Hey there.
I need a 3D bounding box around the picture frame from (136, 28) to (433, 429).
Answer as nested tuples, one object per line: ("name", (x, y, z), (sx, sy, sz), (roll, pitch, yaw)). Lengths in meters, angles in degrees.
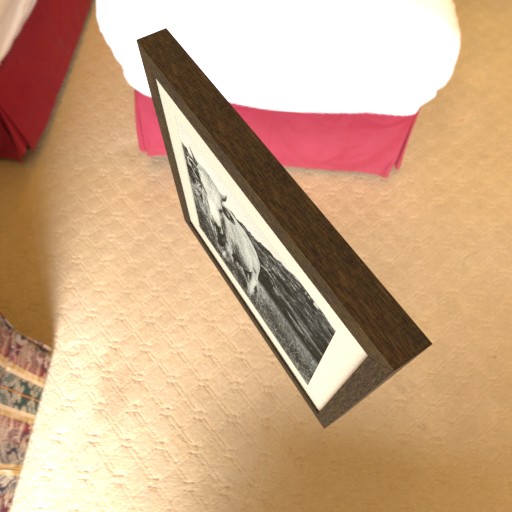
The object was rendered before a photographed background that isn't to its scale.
("picture frame", (0.000, 0.000, 0.507), (0.033, 0.330, 0.378), (-30, 66, -14))
